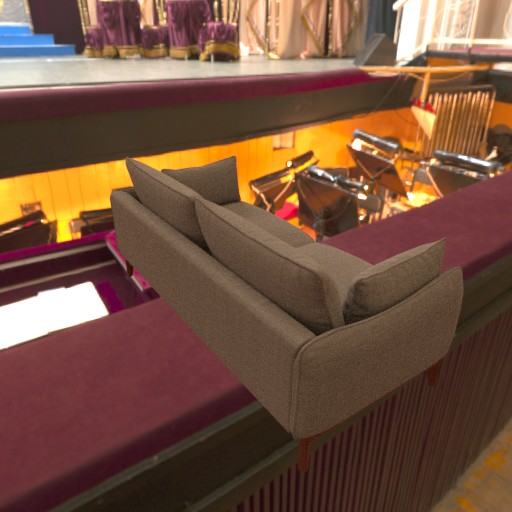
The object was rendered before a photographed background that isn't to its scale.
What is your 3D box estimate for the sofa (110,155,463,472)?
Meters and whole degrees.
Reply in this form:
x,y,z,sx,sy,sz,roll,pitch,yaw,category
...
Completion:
x,y,z,sx,sy,sz,roll,pitch,yaw,category
0.000,0.000,2.450,0.972,0.851,1.989,-18,32,-31,sofa
